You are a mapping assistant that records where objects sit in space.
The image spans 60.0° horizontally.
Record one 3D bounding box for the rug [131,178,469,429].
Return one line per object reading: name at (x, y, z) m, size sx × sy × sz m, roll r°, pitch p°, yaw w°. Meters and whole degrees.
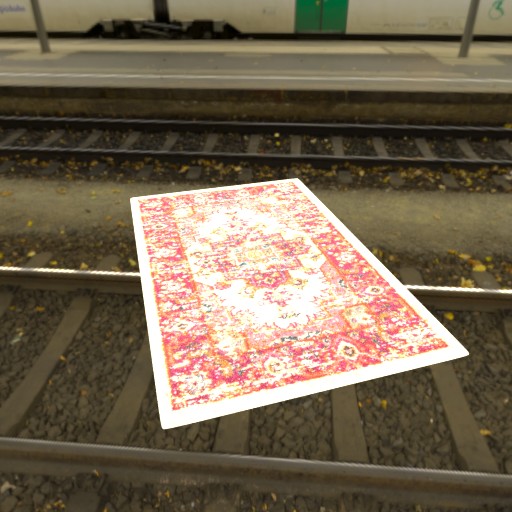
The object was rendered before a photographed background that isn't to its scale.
rug at (0.000, 0.000, 1.091) m, size 0.556 × 0.004 × 0.868 m, roll -9°, pitch 33°, yaw -14°
